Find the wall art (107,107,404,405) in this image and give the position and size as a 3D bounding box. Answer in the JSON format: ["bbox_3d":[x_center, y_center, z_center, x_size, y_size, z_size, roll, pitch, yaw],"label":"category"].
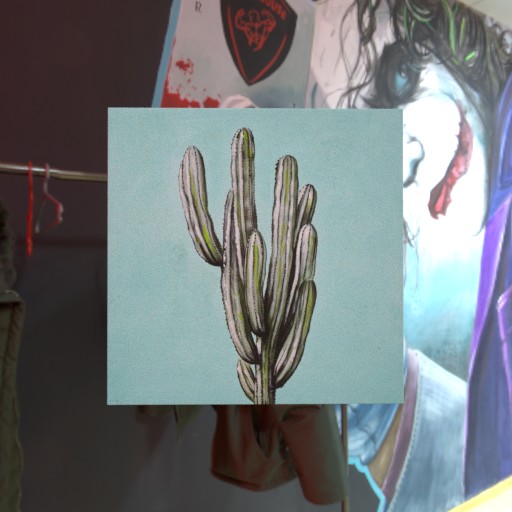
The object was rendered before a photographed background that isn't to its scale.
[{"bbox_3d":[0.000,0.000,0.920,0.603,0.603,0.036,0,0,-1],"label":"wall art"}]
